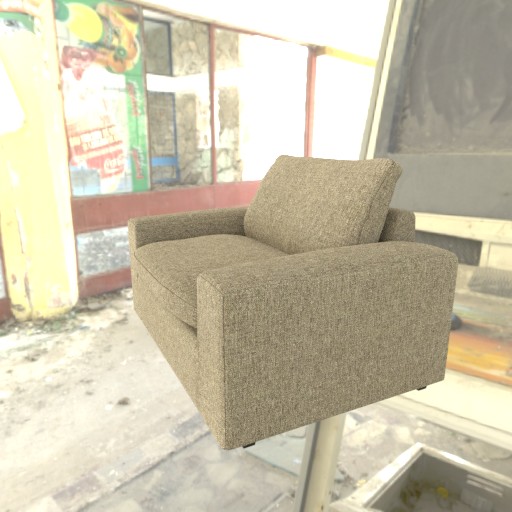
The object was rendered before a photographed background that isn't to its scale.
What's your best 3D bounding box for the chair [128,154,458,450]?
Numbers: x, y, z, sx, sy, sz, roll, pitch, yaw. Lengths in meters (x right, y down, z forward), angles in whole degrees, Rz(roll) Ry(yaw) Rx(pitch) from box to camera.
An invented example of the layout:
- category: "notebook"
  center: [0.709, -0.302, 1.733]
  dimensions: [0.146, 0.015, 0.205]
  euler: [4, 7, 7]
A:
- category: "chair"
  center: [0.000, 0.000, 2.089]
  dimensions: [1.039, 0.915, 1.398]
  euler: [-7, 16, -26]
